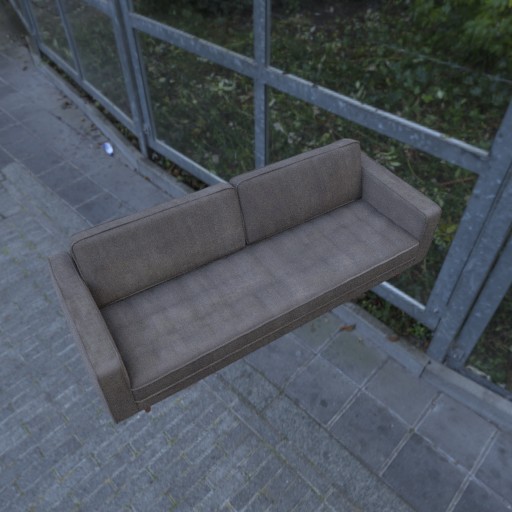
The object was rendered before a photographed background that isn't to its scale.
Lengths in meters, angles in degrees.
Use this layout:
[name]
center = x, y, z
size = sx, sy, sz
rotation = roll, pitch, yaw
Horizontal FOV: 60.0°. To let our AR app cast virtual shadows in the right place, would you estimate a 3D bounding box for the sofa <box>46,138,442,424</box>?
[sofa]
center = 0.000, 0.000, 2.770
size = 2.295, 0.813, 0.923
rotation = -24, 49, -22
